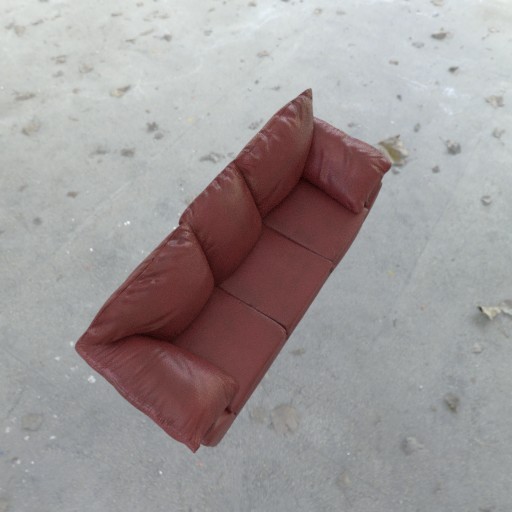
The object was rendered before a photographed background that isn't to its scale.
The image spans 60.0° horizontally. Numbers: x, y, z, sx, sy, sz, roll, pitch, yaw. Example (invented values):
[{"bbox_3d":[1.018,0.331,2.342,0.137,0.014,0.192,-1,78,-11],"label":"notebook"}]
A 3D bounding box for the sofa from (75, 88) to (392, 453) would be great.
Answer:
[{"bbox_3d":[0.000,0.000,2.928,0.907,1.091,2.390,29,61,17],"label":"sofa"}]
